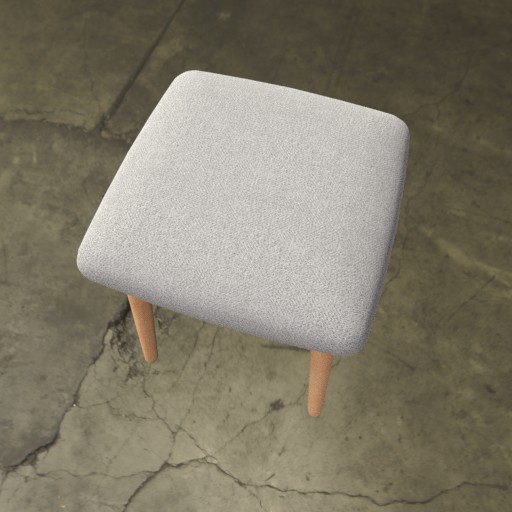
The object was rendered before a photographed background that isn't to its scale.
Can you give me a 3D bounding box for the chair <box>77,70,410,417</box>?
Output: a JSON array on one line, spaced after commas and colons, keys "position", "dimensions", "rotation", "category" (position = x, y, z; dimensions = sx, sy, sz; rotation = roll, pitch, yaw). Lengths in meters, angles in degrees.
[{"position": [0.000, 0.000, 0.704], "dimensions": [0.350, 0.440, 0.350], "rotation": [16, 64, 8], "category": "chair"}]
